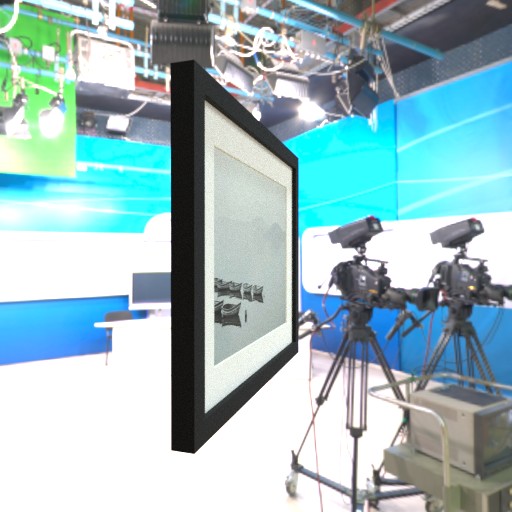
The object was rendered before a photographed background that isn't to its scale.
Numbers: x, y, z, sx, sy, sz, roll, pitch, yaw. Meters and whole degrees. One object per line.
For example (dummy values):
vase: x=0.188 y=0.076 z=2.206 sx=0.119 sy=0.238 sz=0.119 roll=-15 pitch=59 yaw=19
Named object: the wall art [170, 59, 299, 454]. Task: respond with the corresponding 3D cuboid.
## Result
wall art: x=0.000 y=0.000 z=0.778 sx=0.030 sy=0.454 sz=0.554 roll=0 pitch=0 yaw=18
